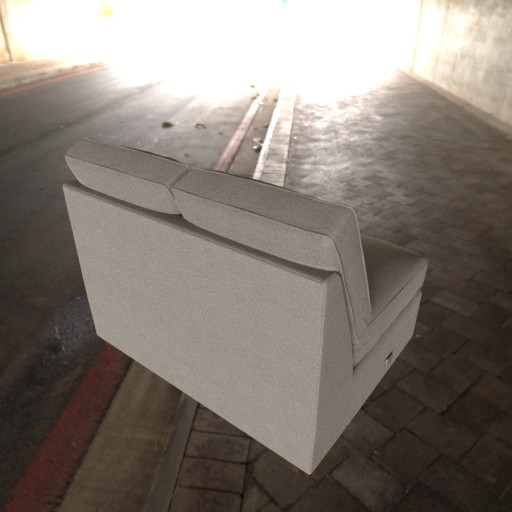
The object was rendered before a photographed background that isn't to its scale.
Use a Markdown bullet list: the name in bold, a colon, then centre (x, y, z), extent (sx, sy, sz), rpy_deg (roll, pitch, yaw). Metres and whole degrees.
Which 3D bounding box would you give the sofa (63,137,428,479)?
- **sofa**: centre (0.000, 0.000, 1.939), extent (1.232, 1.006, 0.978), rpy_deg (21, 35, 33)
